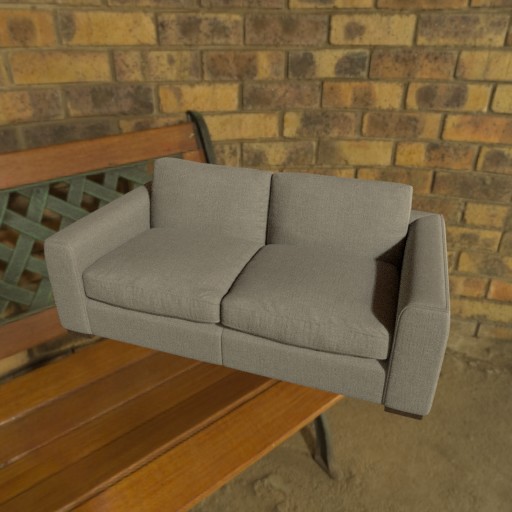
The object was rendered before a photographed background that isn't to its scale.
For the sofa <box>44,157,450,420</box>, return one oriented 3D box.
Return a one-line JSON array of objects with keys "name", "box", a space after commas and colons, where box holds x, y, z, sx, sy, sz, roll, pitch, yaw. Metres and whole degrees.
[{"name": "sofa", "box": [0.000, 0.000, 2.406, 1.920, 0.800, 1.069, 9, 29, 17]}]
